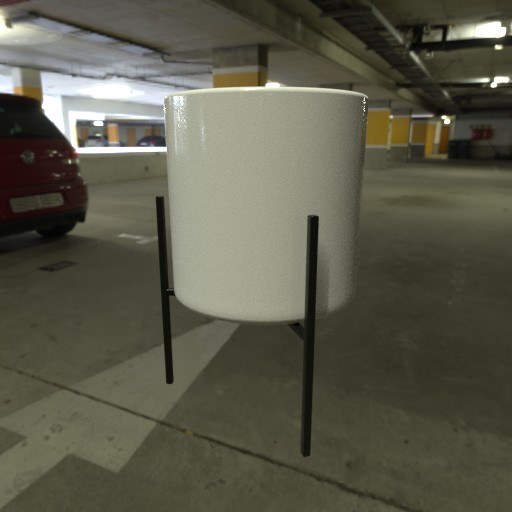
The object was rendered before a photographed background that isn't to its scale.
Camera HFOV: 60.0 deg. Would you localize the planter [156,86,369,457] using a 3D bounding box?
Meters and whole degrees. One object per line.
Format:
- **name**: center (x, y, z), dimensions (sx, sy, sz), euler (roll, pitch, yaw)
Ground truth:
- **planter**: center (0.000, 0.000, 0.528), dimensions (0.239, 0.356, 0.239), euler (2, 15, 8)
